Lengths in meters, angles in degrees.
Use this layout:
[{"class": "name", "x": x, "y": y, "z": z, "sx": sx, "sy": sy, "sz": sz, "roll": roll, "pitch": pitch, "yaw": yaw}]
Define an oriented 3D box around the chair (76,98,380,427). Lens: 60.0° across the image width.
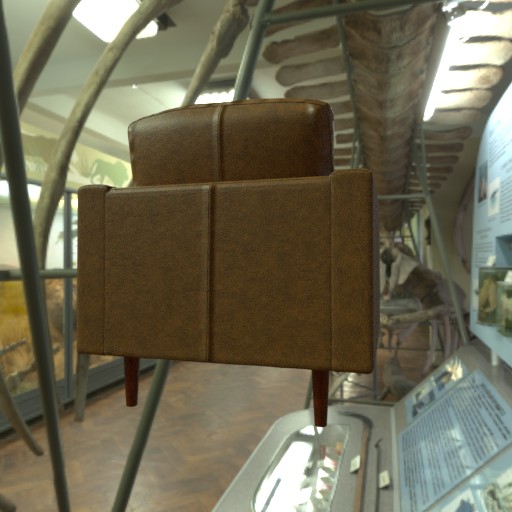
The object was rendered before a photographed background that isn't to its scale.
[{"class": "chair", "x": 0.000, "y": 0.000, "z": 1.676, "sx": 0.890, "sy": 0.956, "sz": 0.909, "roll": 0, "pitch": -1, "yaw": 17}]
